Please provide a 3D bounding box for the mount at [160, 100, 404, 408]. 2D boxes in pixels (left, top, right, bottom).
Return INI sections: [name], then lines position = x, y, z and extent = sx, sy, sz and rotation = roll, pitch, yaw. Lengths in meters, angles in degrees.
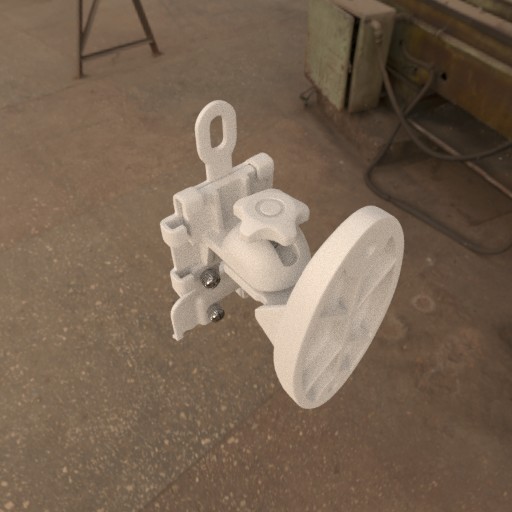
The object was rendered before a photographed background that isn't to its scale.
[mount]
position = 0.000, 0.000, 0.183
extent = 0.066, 0.118, 0.100
rotation = -32, 54, -26
